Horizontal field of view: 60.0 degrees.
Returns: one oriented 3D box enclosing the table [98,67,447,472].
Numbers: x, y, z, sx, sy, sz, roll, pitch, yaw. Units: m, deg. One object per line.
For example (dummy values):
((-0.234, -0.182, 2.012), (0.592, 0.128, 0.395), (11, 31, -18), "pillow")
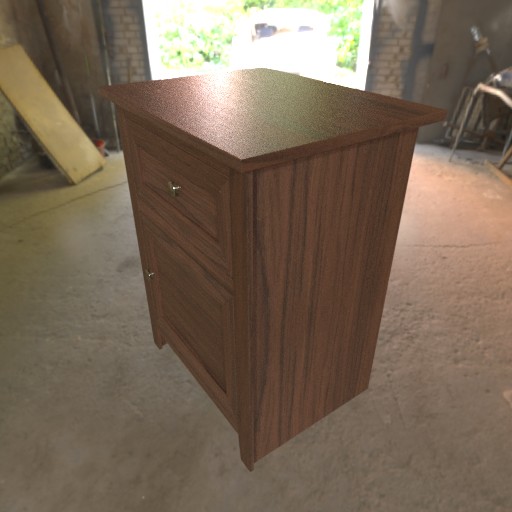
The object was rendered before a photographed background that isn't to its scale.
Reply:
((0.000, 0.000, 0.921), (0.381, 0.636, 0.480), (-21, 38, -29), "table")
